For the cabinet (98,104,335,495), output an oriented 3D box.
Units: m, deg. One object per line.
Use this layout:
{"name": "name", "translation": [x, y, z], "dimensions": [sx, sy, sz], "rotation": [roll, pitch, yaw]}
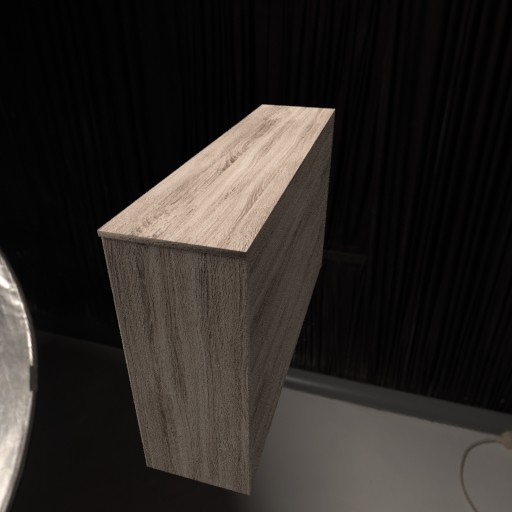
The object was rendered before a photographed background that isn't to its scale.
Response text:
{"name": "cabinet", "translation": [0.000, 0.000, 1.827], "dimensions": [0.380, 0.900, 1.450], "rotation": [8, 31, 14]}
